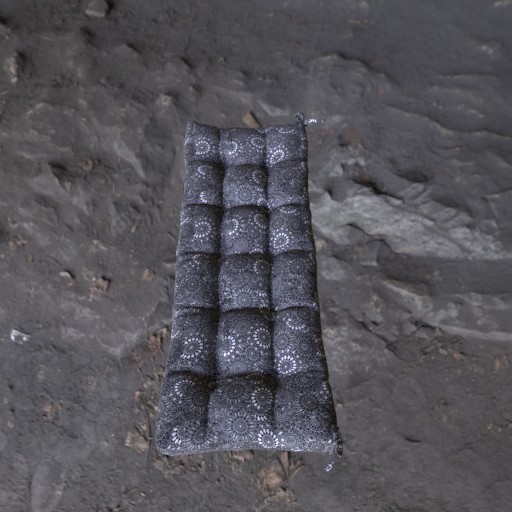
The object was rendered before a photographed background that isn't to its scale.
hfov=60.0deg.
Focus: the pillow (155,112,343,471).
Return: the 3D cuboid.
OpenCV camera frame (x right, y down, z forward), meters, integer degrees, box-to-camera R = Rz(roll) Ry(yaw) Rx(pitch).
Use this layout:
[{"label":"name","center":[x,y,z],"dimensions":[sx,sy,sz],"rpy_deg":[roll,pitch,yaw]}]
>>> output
[{"label":"pillow","center":[0.000,0.000,1.358],"dimensions":[0.511,0.174,1.194],"rpy_deg":[-1,58,0]}]
